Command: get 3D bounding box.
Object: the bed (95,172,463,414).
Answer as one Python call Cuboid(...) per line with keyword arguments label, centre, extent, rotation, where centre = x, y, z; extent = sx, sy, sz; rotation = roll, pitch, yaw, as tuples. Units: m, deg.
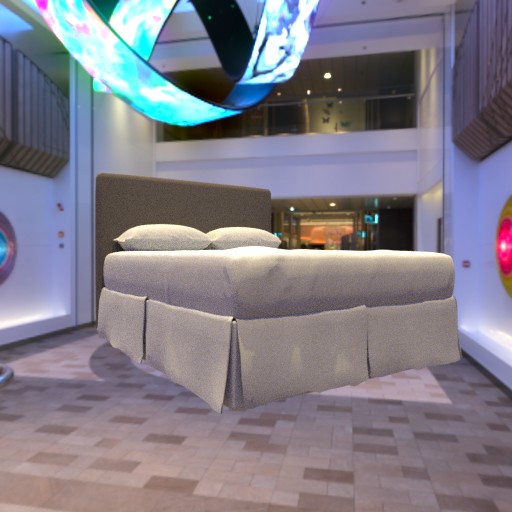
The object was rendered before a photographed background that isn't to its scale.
Cuboid(label="bed", centre=(0.000, 0.000, 3.137), extent=(1.748, 1.330, 2.142), rotation=(0, 1, -34))
